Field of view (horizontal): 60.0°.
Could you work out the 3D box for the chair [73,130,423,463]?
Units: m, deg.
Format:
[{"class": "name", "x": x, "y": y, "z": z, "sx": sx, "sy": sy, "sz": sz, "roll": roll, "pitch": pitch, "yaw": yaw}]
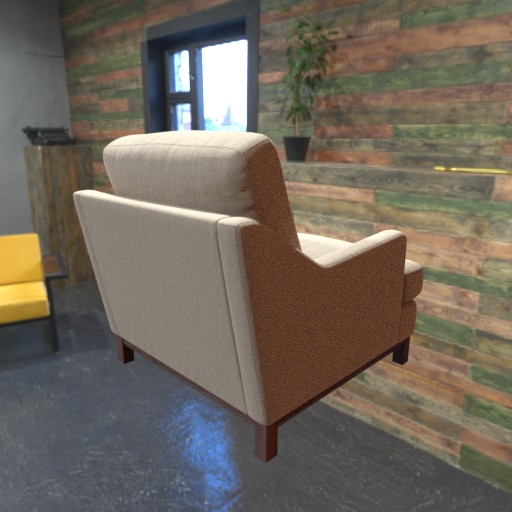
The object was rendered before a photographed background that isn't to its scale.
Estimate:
[{"class": "chair", "x": 0.000, "y": 0.000, "z": 1.691, "sx": 1.001, "sy": 0.916, "sz": 0.912, "roll": -14, "pitch": 20, "yaw": -43}]
